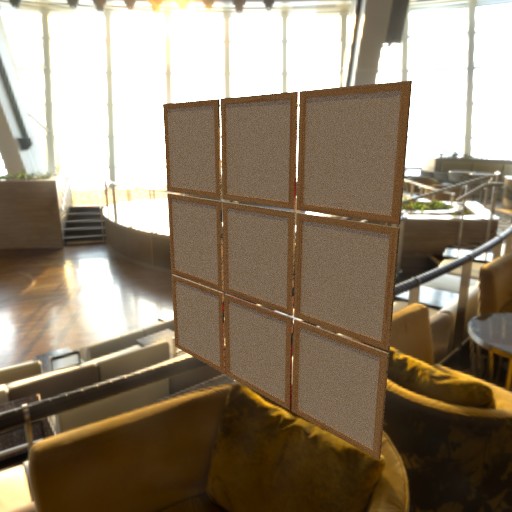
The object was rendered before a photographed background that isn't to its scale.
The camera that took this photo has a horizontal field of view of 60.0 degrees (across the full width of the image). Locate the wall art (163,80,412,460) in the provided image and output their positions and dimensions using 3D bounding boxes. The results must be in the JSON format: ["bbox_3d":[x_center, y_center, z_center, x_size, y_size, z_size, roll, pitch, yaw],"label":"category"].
[{"bbox_3d":[0.000,0.000,2.241,0.013,1.534,1.519,-14,21,-43],"label":"wall art"}]
